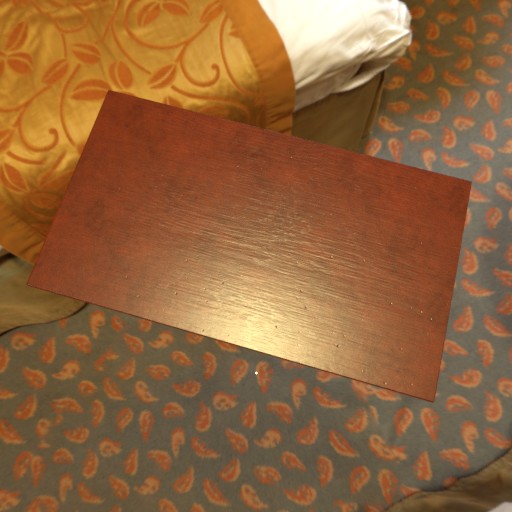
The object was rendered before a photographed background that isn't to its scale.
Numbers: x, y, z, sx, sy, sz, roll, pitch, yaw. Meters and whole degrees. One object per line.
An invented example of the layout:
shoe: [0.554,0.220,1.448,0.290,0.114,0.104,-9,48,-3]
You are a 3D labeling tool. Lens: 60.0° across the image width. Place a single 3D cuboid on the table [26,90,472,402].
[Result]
table: [0.000,0.000,1.264,0.943,0.456,0.533,15,76,4]
